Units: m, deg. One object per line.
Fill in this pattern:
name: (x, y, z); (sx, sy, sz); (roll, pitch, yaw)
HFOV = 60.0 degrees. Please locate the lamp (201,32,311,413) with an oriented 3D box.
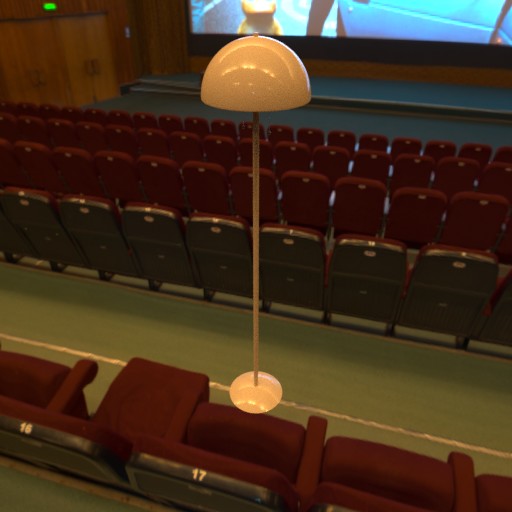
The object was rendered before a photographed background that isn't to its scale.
lamp: (0.000, 0.000, 1.635); (0.328, 1.480, 0.328); (9, 34, 13)
